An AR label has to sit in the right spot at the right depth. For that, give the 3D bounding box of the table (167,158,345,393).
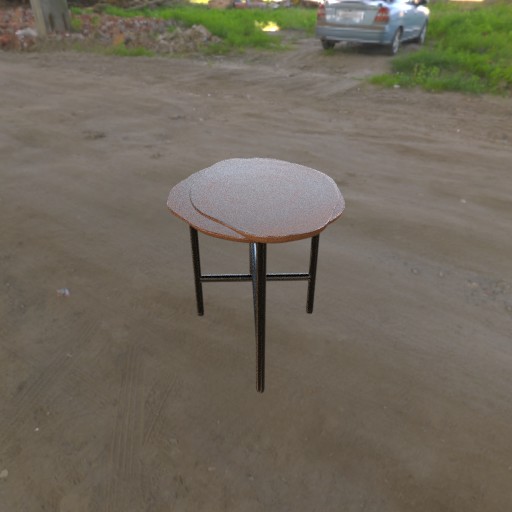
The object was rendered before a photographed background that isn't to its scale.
[{"bbox_3d":[0.000,0.000,1.099,0.442,0.538,0.759,-1,32,-1],"label":"table"}]
